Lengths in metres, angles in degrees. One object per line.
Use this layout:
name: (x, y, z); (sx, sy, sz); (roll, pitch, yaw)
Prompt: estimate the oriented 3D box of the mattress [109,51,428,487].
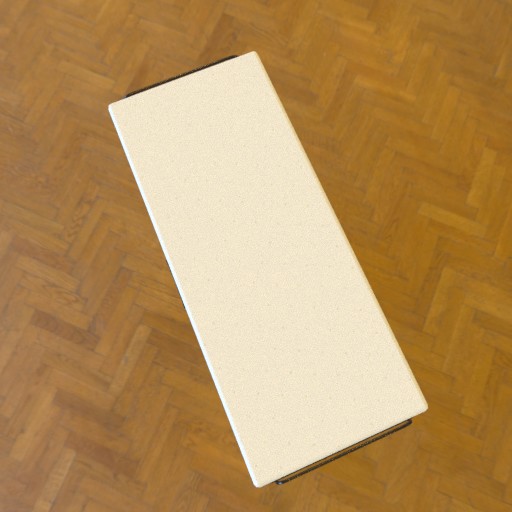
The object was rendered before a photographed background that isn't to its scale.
mattress: (0.000, 0.000, 2.482); (0.922, 0.519, 2.153); (-22, 78, -5)
